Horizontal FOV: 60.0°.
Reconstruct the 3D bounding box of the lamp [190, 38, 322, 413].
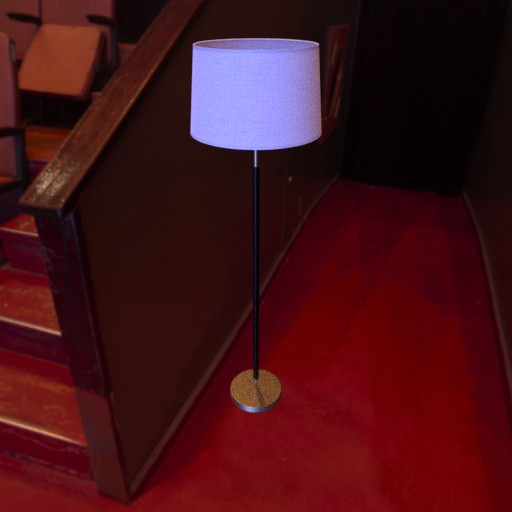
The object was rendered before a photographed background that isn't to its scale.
[{"bbox_3d":[0.000,0.000,1.668,0.420,1.447,0.420,0,30,0],"label":"lamp"}]
